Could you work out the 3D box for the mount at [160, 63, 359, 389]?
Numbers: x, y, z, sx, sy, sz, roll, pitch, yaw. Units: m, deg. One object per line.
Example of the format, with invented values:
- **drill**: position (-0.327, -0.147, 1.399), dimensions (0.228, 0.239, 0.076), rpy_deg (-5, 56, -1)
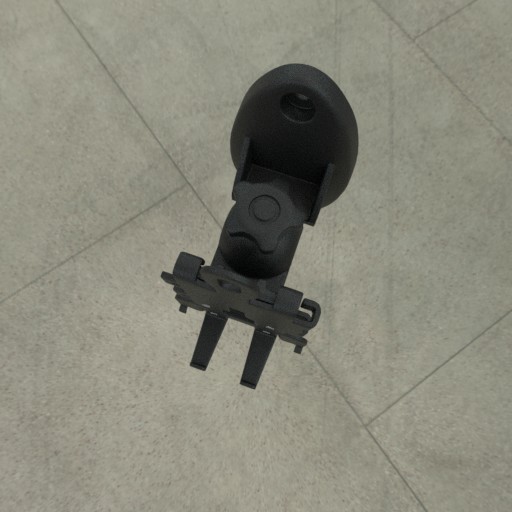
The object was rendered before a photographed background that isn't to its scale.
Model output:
- **mount**: position (0.000, 0.000, 0.178), dimensions (0.066, 0.118, 0.100), rpy_deg (19, 76, 5)
